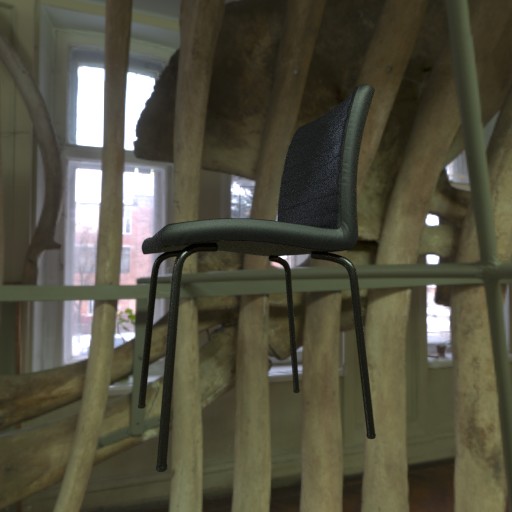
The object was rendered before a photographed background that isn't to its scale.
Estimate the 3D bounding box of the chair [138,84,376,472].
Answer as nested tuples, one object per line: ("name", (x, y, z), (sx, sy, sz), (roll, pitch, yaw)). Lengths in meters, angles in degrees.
("chair", (0.000, 0.000, 1.188), (0.572, 0.872, 0.450), (1, -2, -20))
